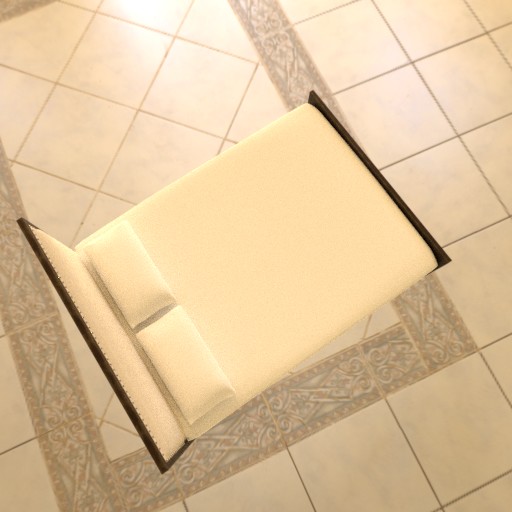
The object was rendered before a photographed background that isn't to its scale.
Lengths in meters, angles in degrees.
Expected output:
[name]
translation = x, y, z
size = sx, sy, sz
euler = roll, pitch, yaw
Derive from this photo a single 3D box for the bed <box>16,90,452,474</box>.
[bed]
translation = 0.000, 0.000, 3.153
size = 2.221, 1.313, 1.607
euler = -33, 78, -8
